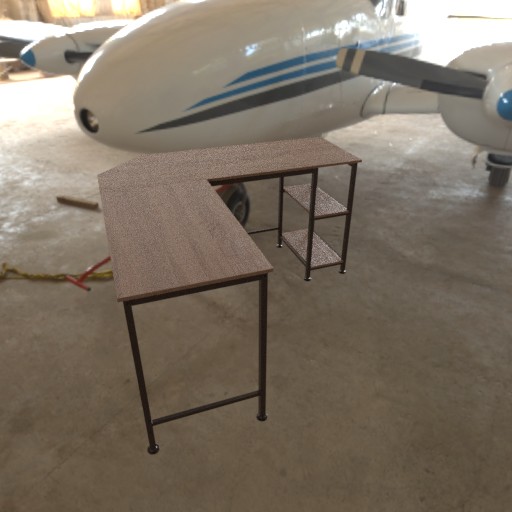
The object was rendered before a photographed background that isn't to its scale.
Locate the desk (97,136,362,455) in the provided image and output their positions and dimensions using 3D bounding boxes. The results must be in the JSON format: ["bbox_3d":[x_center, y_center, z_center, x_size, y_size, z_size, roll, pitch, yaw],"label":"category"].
[{"bbox_3d":[0.000,0.000,2.262,1.379,0.739,1.379,-10,32,-17],"label":"desk"}]
